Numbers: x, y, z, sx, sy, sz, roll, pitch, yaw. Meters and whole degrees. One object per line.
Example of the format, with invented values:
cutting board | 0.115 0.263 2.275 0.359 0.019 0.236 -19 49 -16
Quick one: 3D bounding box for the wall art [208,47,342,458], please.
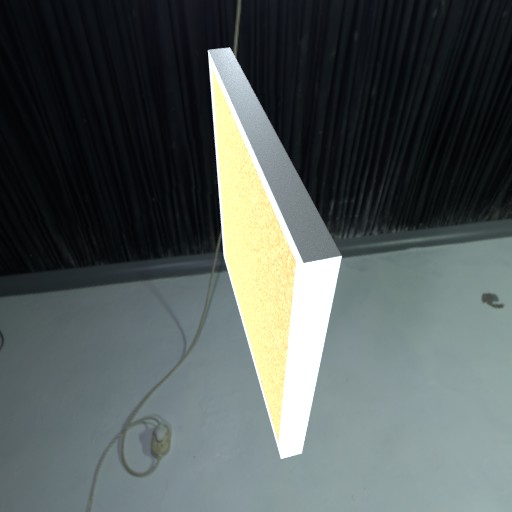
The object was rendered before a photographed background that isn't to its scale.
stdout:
wall art | 0.000 0.000 0.766 0.038 0.505 0.506 -10 47 -10
